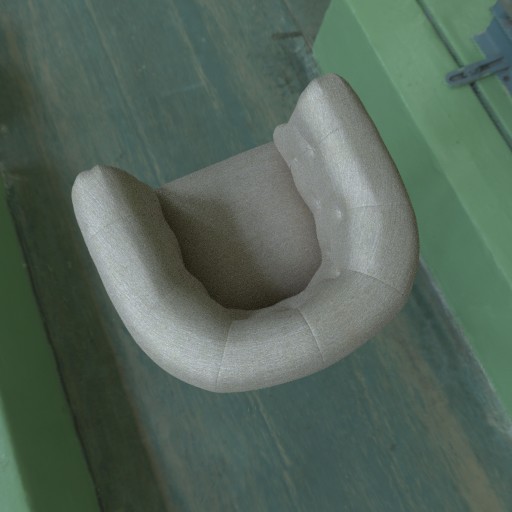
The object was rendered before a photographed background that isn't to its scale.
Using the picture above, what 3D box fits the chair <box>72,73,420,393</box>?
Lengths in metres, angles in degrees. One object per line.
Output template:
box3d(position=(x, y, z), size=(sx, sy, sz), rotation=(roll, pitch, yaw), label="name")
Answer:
box3d(position=(0.000, 0.000, 1.560), size=(0.905, 0.827, 0.852), rotation=(-24, 77, -6), label="chair")
